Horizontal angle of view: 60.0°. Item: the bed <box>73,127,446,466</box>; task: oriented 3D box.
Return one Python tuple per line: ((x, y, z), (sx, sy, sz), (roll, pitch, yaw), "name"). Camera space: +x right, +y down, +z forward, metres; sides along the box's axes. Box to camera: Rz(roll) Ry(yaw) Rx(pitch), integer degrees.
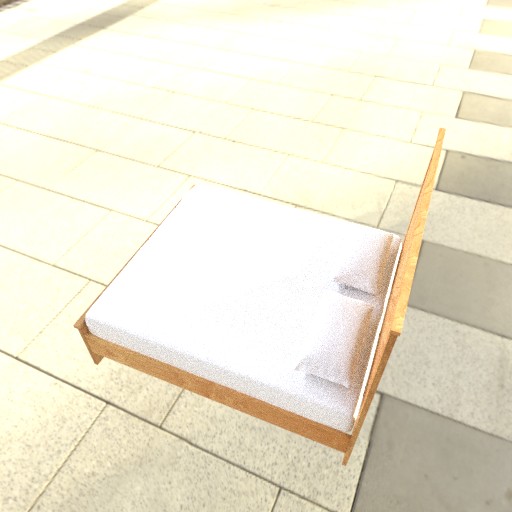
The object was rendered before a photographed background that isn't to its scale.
((0.000, 0.000, 3.501), (2.201, 1.686, 1.936), (16, 48, 16), "bed")
